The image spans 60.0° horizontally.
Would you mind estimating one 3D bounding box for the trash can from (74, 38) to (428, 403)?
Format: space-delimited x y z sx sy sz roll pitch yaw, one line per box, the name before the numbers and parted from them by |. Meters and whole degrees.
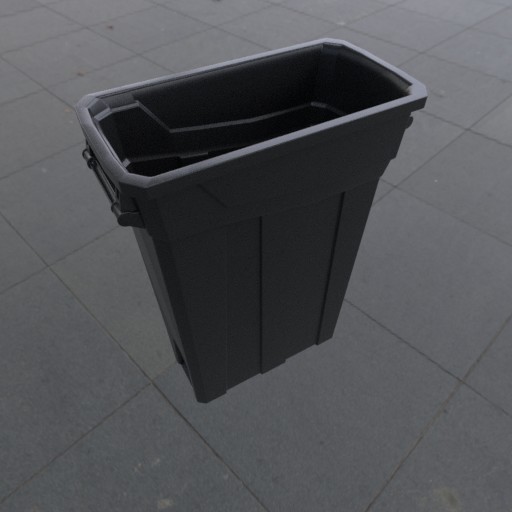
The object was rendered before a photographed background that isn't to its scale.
trash can | 0.000 0.000 0.999 0.559 0.762 0.281 -23 51 -20
